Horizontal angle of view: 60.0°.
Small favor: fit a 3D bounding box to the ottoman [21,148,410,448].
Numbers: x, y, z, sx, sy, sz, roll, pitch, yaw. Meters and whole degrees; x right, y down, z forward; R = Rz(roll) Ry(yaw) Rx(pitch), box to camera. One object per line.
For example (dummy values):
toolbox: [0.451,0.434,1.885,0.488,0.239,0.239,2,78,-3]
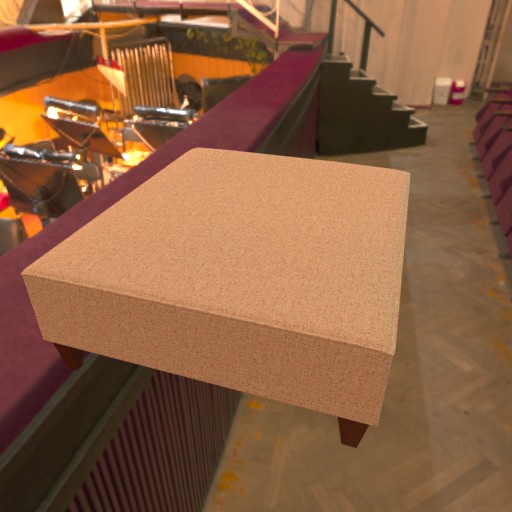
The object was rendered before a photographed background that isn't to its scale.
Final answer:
ottoman: [0.000,0.000,1.204,0.736,0.303,0.835,10,33,15]
